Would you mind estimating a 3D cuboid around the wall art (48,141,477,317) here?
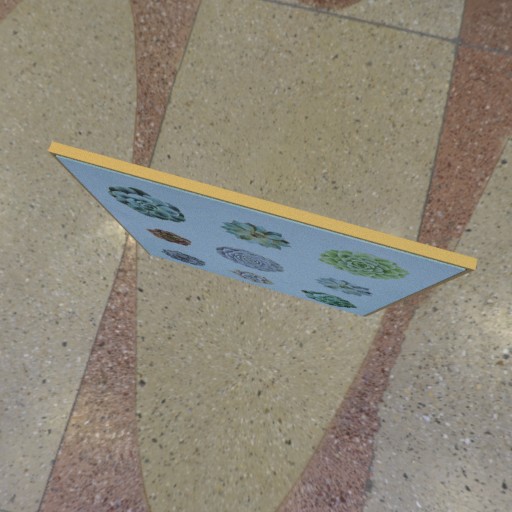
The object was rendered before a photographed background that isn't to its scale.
[{"bbox_3d":[0.000,0.000,0.677,0.457,0.455,0.013,16,77,4],"label":"wall art"}]
